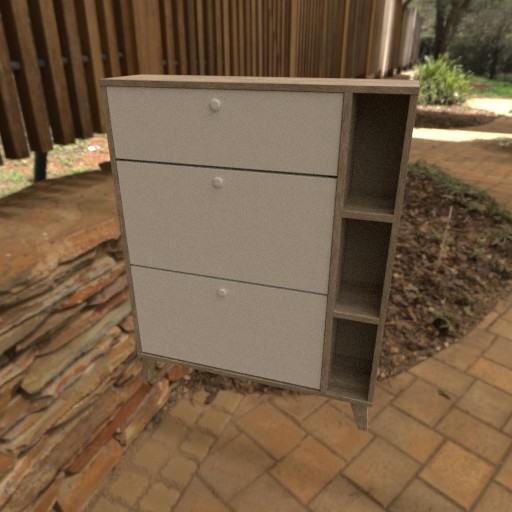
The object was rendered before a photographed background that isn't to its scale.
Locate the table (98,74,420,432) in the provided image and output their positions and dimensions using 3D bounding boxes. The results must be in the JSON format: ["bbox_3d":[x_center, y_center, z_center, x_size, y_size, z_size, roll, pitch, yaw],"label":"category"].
[{"bbox_3d":[0.000,0.000,1.533,0.902,1.135,0.256,8,26,16],"label":"table"}]
